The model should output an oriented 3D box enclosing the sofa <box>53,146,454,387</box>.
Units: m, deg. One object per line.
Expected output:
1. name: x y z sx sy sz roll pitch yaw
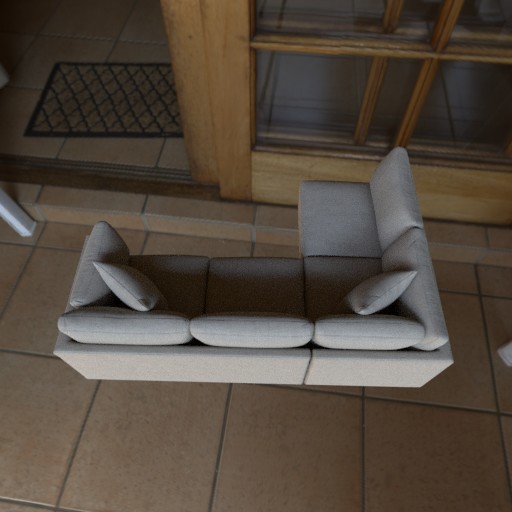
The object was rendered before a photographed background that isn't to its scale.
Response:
1. sofa: 0.000 0.000 3.882 2.896 0.978 1.994 1 57 1
